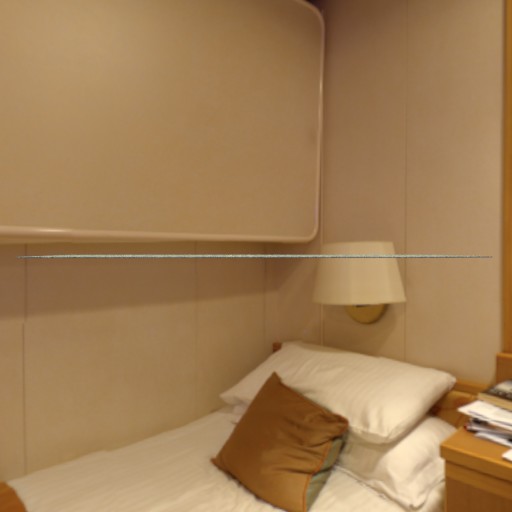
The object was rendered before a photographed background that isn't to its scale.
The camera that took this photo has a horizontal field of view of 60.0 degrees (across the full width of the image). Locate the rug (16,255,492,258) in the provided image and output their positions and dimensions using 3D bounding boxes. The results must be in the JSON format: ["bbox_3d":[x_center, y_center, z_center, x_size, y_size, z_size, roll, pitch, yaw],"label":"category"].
[{"bbox_3d":[0.000,0.000,2.611,2.443,0.008,0.688,0,1,-1],"label":"rug"}]
